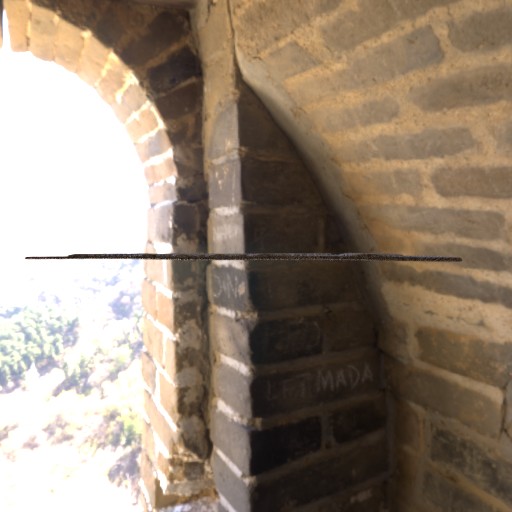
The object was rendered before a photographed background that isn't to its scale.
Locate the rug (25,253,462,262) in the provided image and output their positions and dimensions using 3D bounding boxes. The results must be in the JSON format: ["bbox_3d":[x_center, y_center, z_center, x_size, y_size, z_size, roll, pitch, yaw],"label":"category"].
[{"bbox_3d":[0.000,0.000,2.319,1.823,0.030,1.222,0,0,18],"label":"rug"}]
